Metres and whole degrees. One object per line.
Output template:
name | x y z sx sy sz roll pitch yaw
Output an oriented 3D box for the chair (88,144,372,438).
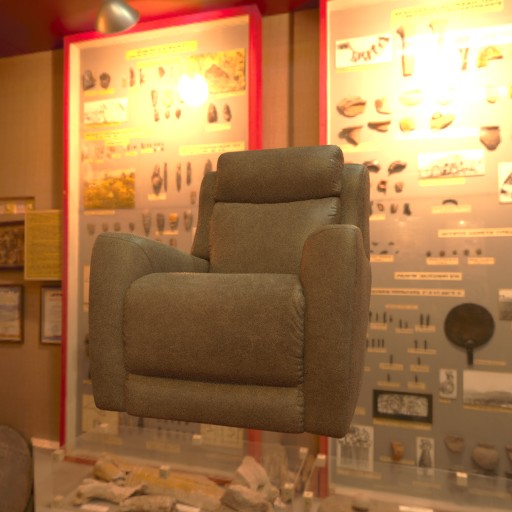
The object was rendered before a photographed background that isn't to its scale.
chair | 0.000 0.000 1.914 0.965 1.116 1.068 0 0 18
